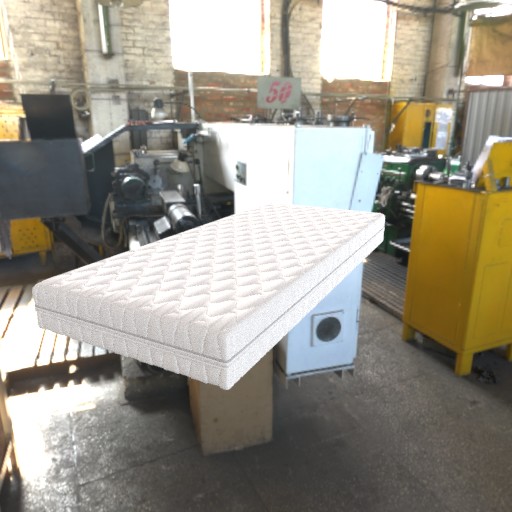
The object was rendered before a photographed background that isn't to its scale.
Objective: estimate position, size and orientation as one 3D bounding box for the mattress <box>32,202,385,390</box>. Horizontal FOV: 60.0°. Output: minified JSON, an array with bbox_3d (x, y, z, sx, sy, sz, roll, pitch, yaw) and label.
[{"bbox_3d":[0.000,0.000,2.365,0.900,0.200,2.000,9,19,27],"label":"mattress"}]
